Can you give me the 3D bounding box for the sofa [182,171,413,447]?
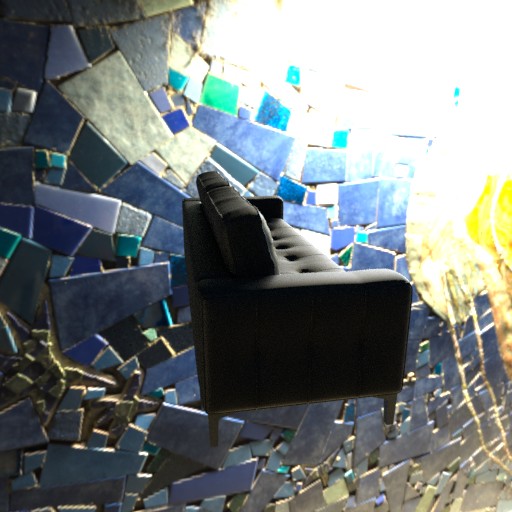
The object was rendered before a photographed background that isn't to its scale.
[{"bbox_3d":[0.000,0.000,2.713,0.833,0.893,2.275,-3,16,-10],"label":"sofa"}]
